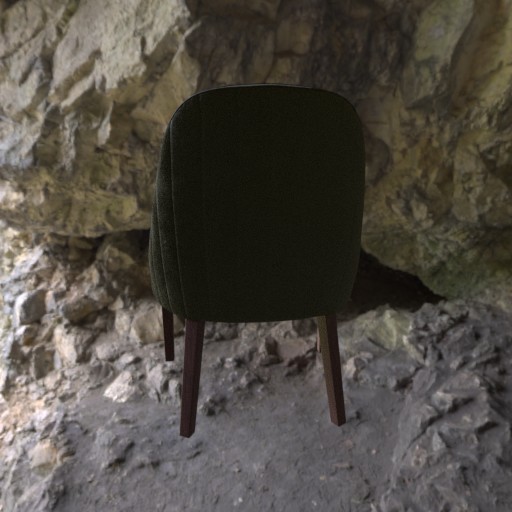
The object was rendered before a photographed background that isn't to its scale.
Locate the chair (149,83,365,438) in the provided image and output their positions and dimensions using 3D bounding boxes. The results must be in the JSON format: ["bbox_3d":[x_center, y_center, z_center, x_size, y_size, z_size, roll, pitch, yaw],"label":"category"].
[{"bbox_3d":[0.000,0.000,1.306,0.643,0.889,0.575,-2,14,-7],"label":"chair"}]
